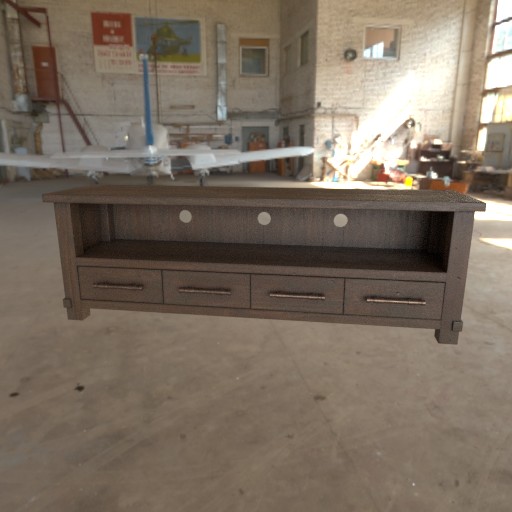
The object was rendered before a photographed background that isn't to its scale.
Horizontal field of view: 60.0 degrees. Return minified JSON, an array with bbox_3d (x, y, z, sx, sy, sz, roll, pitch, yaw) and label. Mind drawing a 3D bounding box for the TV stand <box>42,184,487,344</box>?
[{"bbox_3d":[0.000,0.000,2.135,1.866,0.615,0.471,2,15,9],"label":"TV stand"}]
